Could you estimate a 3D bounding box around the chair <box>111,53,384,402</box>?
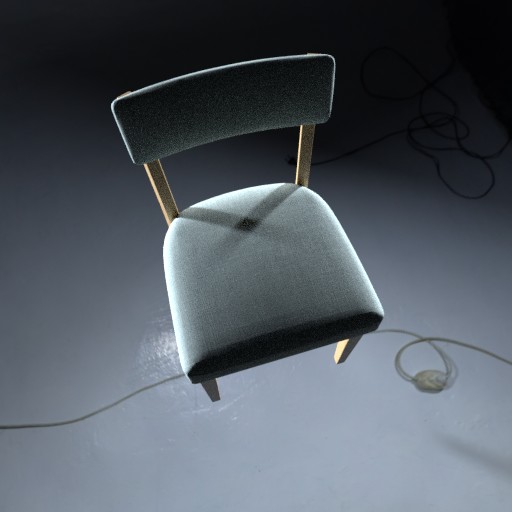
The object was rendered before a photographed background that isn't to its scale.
[{"bbox_3d":[0.000,0.000,1.202,0.508,0.832,0.572,-15,65,-7],"label":"chair"}]
